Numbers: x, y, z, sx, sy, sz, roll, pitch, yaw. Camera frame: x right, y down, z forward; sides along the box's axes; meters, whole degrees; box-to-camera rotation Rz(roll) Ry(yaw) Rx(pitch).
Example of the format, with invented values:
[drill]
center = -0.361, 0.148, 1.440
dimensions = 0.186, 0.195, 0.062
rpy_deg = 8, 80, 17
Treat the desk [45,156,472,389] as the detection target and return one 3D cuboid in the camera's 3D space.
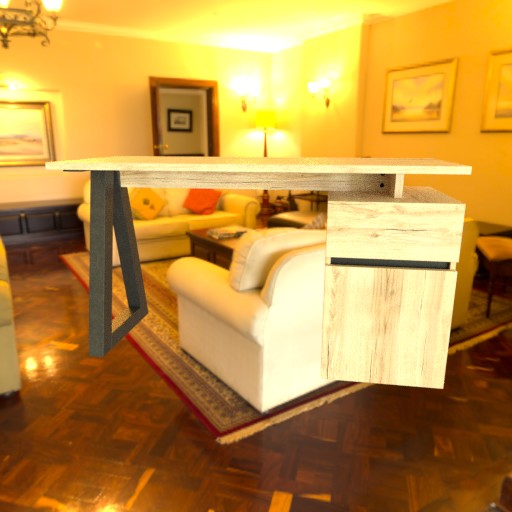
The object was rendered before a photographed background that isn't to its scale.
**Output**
[desk]
center = 0.000, 0.000, 1.797
dimensions = 1.400, 0.760, 0.550
rpy_deg = 2, 15, 9
